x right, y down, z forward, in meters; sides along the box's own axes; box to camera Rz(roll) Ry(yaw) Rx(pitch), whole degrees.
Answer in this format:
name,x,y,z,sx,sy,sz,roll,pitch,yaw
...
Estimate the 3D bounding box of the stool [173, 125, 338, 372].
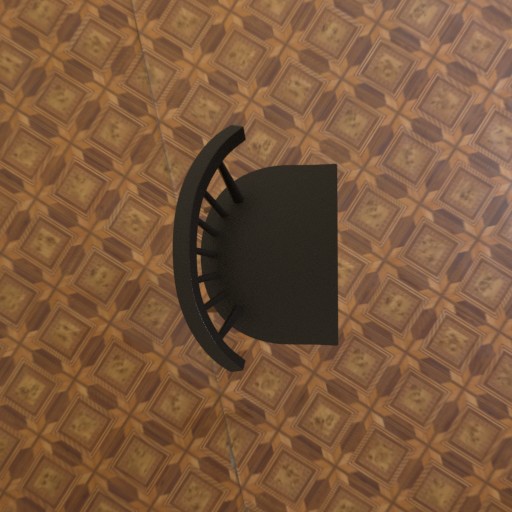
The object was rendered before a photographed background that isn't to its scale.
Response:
name,x,y,z,sx,sy,sz,roll,pitch,yaw
stool,0.000,0.000,1.343,0.483,1.092,0.482,0,88,2
